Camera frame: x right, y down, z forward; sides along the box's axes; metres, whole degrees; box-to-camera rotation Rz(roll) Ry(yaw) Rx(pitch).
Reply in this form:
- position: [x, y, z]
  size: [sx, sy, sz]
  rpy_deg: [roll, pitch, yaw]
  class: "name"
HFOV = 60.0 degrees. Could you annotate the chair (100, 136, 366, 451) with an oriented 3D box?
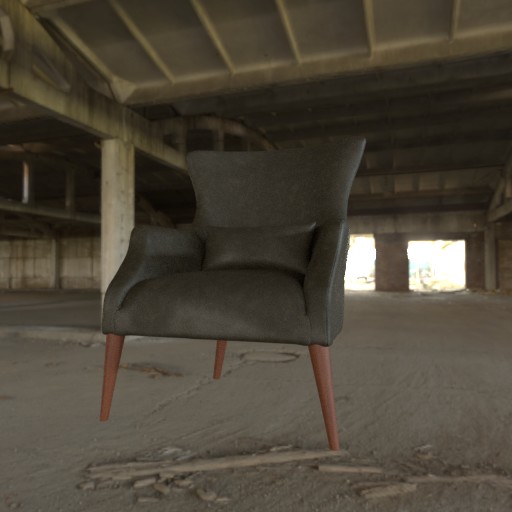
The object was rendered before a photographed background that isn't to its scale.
- position: [0.000, 0.000, 1.737]
  size: [0.819, 1.068, 0.954]
  rpy_deg: [-1, -2, 18]
  class: "chair"
